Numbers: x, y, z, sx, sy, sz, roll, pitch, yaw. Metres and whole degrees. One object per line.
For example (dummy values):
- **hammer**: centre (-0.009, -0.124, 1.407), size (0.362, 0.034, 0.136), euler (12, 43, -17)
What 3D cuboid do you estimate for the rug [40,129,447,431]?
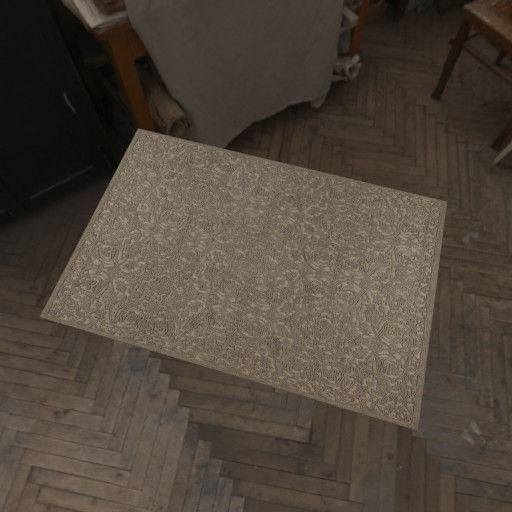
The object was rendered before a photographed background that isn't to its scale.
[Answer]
- **rug**: centre (0.000, 0.000, 2.292), size (1.827, 0.006, 1.221), euler (15, 65, 7)
